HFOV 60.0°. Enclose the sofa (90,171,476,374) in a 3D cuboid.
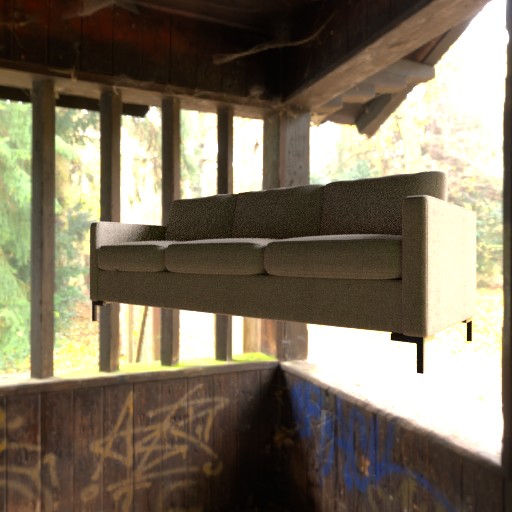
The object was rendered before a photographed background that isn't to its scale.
[{"bbox_3d":[0.000,0.000,2.619,2.218,0.874,0.859,0,0,38],"label":"sofa"}]
